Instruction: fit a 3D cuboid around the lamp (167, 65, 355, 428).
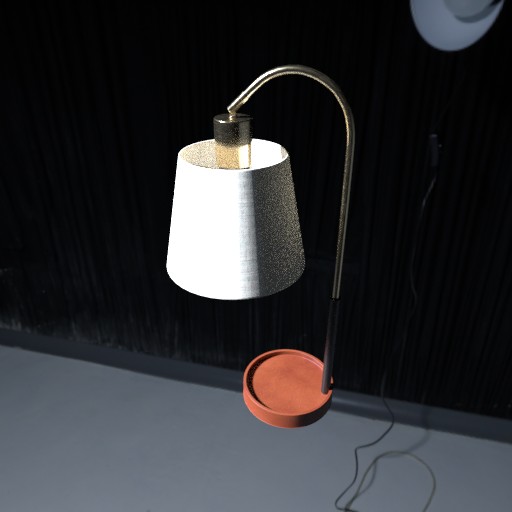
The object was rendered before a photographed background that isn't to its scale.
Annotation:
[{"bbox_3d":[0.000,0.000,0.669,0.273,0.536,0.211,8,31,14],"label":"lamp"}]
